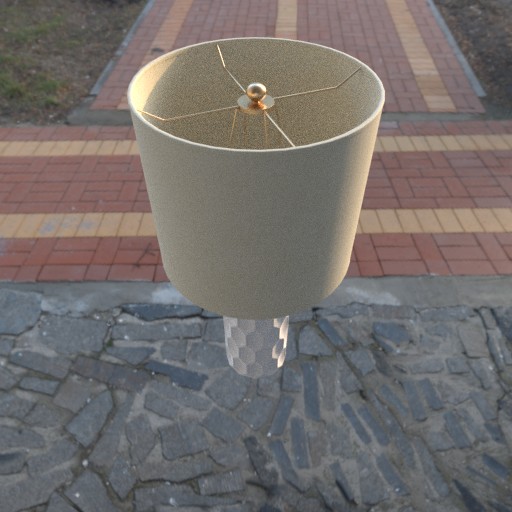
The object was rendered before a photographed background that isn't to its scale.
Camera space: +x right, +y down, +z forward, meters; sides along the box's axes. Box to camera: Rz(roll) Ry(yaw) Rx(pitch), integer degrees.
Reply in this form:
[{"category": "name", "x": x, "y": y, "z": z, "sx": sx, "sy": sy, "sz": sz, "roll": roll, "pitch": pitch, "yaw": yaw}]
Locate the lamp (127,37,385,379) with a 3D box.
[{"category": "lamp", "x": 0.000, "y": 0.000, "z": 0.675, "sx": 0.277, "sy": 0.537, "sz": 0.277, "roll": 12, "pitch": 46, "yaw": 11}]
